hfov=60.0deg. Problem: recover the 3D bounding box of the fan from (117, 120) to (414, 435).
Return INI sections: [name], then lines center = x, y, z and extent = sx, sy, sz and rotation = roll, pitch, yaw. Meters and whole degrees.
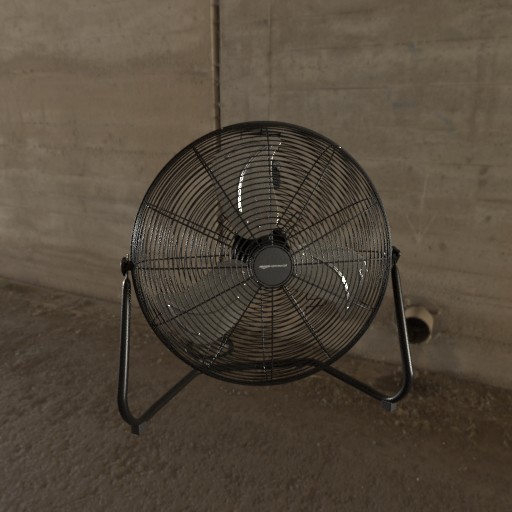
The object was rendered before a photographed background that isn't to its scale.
[fan]
center = 0.000, 0.000, 1.031
extent = 0.595, 0.605, 0.470
rotation = -2, 18, -7
